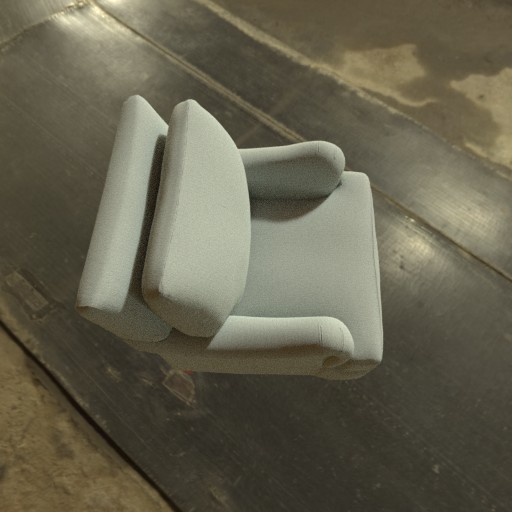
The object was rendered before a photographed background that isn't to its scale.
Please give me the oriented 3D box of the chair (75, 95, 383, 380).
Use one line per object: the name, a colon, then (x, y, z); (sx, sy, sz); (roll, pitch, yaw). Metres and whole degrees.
chair: (0.000, 0.000, 1.923); (1.070, 1.038, 0.955); (3, 64, 1)
